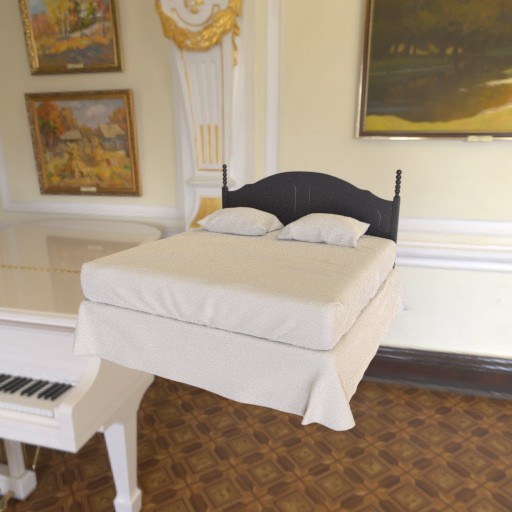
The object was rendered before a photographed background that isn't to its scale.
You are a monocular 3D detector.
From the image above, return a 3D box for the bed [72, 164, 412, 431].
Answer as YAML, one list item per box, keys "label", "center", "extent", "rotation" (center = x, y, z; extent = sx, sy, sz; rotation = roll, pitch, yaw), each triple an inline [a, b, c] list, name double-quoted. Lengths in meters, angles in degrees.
- label: "bed"
  center: [0.000, 0.000, 3.716]
  extent: [2.322, 1.355, 2.219]
  rotation: [7, 17, 26]
